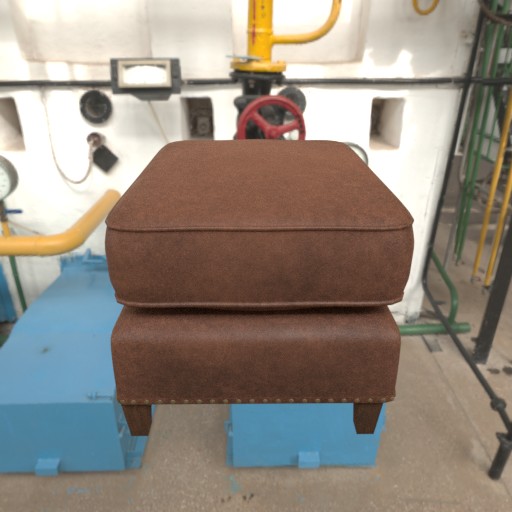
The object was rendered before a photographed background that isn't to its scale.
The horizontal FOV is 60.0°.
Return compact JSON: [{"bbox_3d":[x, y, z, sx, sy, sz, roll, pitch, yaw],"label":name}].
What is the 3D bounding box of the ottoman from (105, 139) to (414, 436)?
[{"bbox_3d":[0.000,0.000,1.163,0.589,0.537,0.738,0,26,-1],"label":"ottoman"}]
